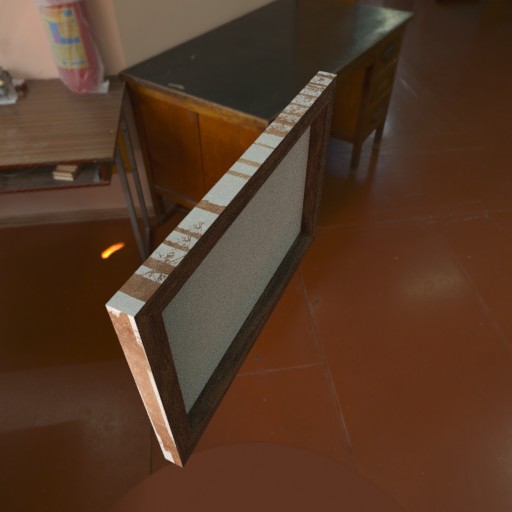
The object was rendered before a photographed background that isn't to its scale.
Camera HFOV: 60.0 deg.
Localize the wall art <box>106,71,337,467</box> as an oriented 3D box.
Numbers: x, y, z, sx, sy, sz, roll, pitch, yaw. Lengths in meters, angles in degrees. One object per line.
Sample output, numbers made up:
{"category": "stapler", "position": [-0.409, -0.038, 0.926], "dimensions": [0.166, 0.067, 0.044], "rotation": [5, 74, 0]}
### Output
{"category": "wall art", "position": [0.000, 0.000, 0.769], "dimensions": [0.035, 0.405, 0.609], "rotation": [19, 49, 18]}
